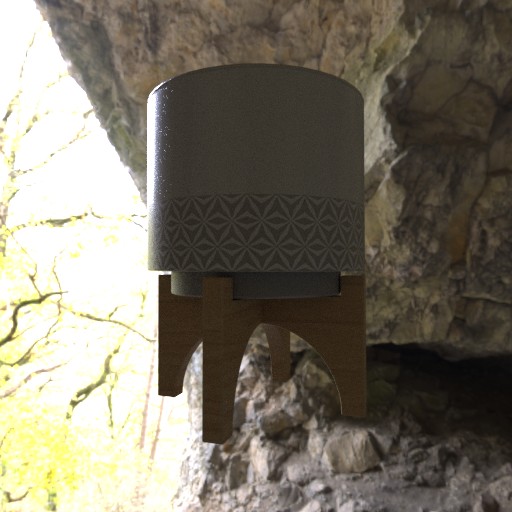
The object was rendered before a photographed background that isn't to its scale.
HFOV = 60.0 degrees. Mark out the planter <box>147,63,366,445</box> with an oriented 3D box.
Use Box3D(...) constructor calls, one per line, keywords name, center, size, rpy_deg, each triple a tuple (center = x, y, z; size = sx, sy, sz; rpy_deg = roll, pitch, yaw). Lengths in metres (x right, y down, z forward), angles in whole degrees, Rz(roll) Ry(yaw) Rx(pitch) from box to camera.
Box3D(name="planter", center=(0.000, 0.000, 0.394), size=(0.188, 0.260, 0.188), rpy_deg=(0, -1, 0))
